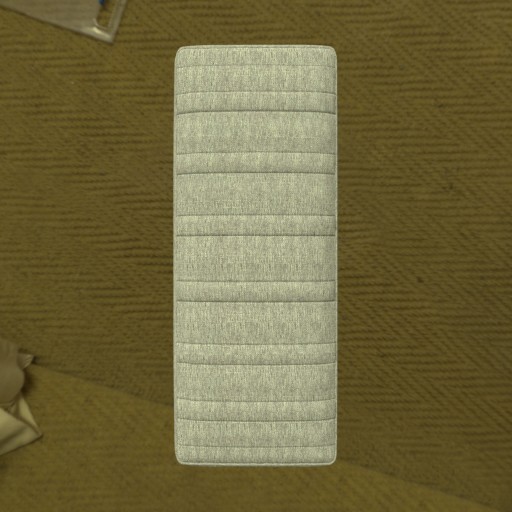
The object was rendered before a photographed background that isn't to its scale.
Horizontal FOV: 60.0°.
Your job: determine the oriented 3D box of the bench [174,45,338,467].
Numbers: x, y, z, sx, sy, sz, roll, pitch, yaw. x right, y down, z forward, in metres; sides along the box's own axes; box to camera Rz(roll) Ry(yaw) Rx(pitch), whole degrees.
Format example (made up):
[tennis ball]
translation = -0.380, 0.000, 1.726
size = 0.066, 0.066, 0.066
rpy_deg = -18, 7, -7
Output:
[bench]
translation = 0.000, 0.000, 1.328
size = 0.429, 0.470, 1.100
rpy_deg = 0, 90, 0
